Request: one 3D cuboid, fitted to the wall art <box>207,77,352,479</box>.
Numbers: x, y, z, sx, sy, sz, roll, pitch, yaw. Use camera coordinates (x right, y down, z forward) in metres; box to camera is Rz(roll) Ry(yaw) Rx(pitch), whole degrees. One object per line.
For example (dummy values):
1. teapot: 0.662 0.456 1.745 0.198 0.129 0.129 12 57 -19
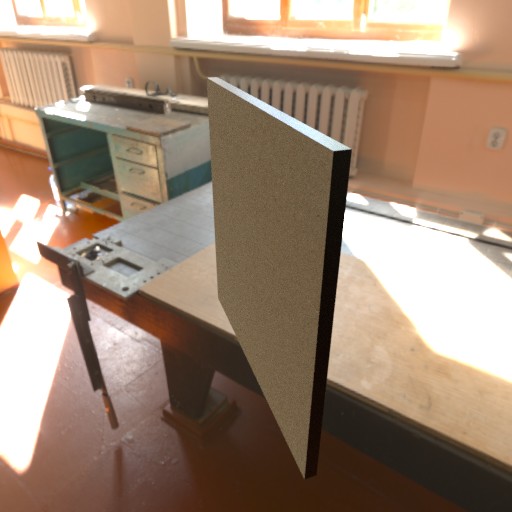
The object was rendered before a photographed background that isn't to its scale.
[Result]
1. wall art: 0.000 0.000 1.160 0.031 0.775 0.773 -10 31 -17
